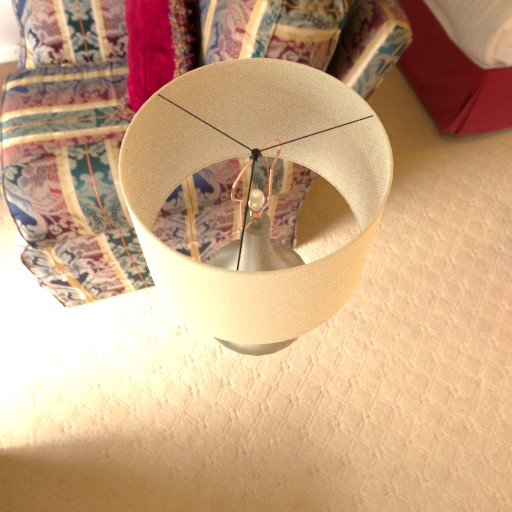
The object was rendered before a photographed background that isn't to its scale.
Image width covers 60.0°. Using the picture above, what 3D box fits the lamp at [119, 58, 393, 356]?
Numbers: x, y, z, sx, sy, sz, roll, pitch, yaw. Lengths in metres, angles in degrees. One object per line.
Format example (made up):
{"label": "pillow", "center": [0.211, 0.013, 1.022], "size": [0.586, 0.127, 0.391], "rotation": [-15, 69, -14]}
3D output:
{"label": "lamp", "center": [0.000, 0.000, 0.730], "size": [0.330, 0.521, 0.330], "rotation": [0, 63, 0]}
